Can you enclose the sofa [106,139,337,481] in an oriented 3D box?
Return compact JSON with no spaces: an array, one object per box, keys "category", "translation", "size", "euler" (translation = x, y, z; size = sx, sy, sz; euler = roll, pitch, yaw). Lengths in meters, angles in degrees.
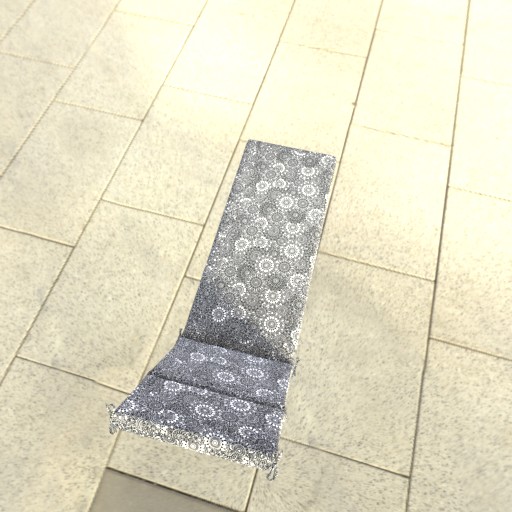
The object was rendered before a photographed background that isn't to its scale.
[{"category":"sofa","translation":[0.000,0.000,1.927],"size":[0.582,0.622,1.663],"euler":[13,65,6]}]
